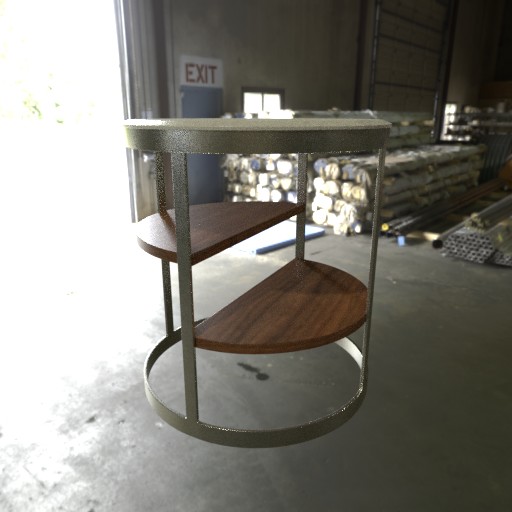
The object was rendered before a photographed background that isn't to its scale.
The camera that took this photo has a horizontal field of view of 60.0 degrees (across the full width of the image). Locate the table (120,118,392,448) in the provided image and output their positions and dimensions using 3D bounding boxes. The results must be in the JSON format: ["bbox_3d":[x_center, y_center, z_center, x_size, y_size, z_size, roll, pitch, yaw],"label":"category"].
[{"bbox_3d":[0.000,0.000,0.756,0.407,0.447,0.407,0,18,0],"label":"table"}]
